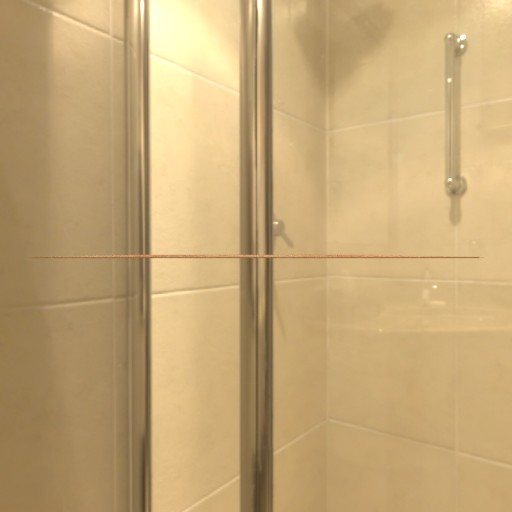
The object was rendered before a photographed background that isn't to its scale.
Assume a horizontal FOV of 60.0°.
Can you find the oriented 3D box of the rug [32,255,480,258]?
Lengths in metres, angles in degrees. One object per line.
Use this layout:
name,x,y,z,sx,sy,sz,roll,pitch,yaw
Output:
rug,0.000,0.000,4.236,3.143,0.008,2.451,0,0,0
